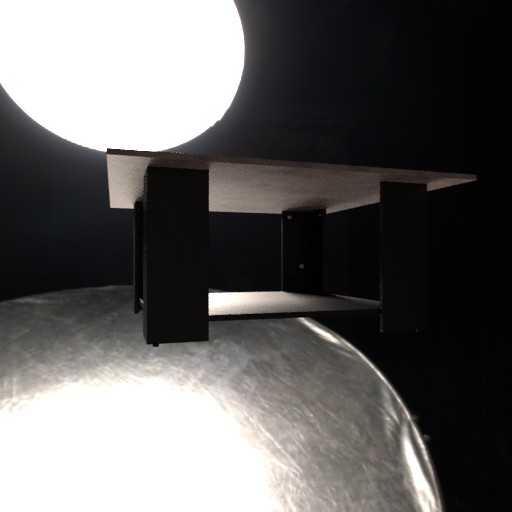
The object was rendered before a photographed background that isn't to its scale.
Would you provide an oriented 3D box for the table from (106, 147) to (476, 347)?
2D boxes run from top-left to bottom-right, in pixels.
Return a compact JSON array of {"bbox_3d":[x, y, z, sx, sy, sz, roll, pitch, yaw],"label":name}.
[{"bbox_3d":[0.000,0.000,1.061,0.670,0.305,0.670,0,-1,-18],"label":"table"}]
